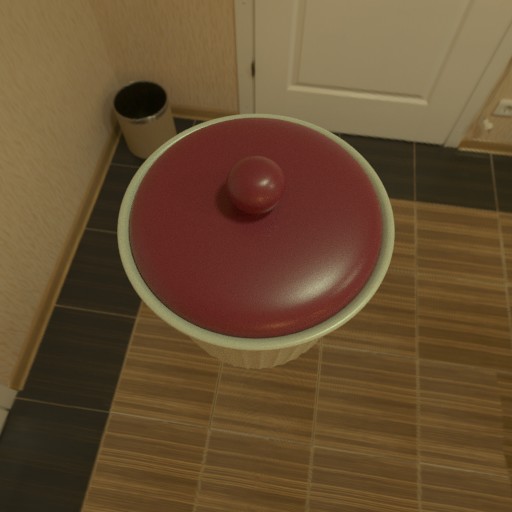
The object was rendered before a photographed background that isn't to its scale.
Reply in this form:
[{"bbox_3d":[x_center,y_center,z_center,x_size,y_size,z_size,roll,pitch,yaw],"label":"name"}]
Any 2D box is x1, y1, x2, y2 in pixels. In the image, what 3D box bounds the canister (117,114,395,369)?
[{"bbox_3d":[0.000,0.000,0.344,0.181,0.211,0.181,0,62,0],"label":"canister"}]
